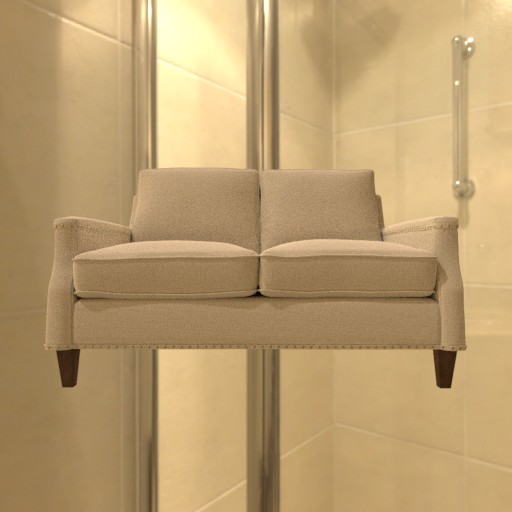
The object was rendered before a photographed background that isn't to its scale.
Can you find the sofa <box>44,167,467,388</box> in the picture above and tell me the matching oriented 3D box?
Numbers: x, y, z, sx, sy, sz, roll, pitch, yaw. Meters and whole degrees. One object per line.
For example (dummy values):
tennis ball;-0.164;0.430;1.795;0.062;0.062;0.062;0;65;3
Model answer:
sofa;0.000;0.000;2.177;1.597;1.003;1.084;0;0;0
